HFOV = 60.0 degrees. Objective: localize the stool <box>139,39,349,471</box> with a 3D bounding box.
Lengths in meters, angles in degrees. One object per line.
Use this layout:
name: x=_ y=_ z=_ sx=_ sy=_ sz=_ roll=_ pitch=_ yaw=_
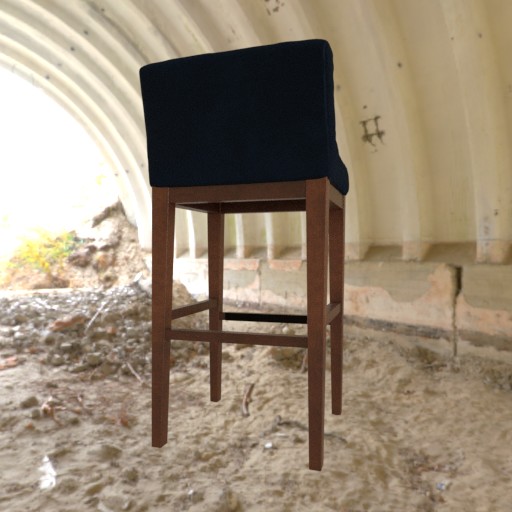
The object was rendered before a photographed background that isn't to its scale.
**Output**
stool: x=0.000 y=0.000 z=1.319 sx=0.511 sy=1.037 sz=0.500 roll=0 pitch=0 yaw=17
